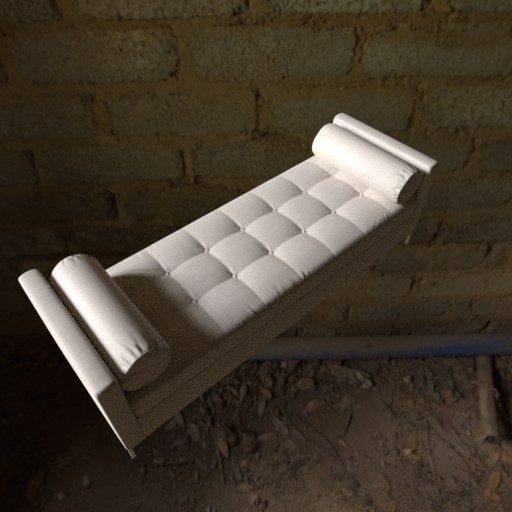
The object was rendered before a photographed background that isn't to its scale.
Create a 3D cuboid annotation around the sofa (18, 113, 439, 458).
[{"bbox_3d":[0.000,0.000,2.278,1.981,0.635,0.686,-33,55,-26],"label":"sofa"}]
